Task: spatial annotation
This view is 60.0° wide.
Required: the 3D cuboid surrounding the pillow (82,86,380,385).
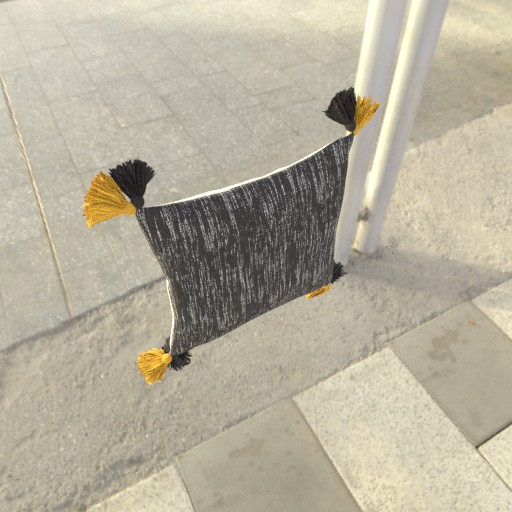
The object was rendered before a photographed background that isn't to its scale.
[{"bbox_3d":[0.000,0.000,1.002,0.654,0.659,0.139,-23,51,-20],"label":"pillow"}]
